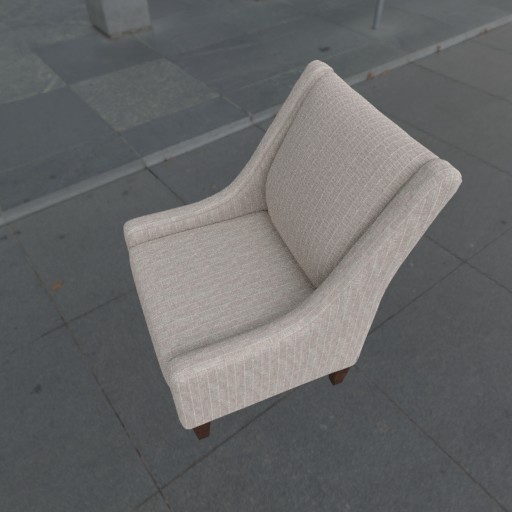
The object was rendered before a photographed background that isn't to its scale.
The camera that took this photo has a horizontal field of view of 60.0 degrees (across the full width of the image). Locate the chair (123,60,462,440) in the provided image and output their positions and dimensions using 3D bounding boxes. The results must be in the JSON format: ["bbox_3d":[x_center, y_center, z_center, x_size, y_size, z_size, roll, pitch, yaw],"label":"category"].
[{"bbox_3d":[0.000,0.000,1.610,0.870,1.014,0.774,-17,49,-15],"label":"chair"}]
